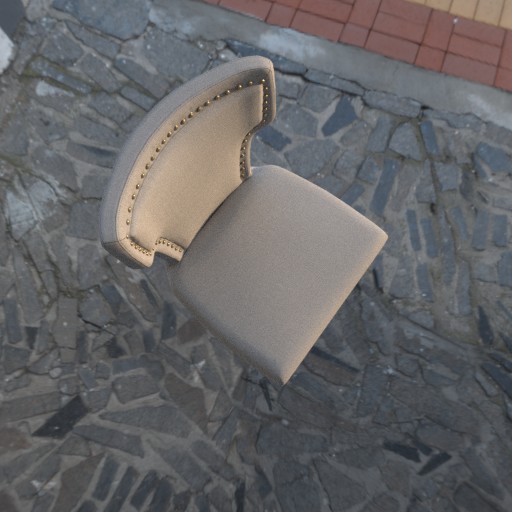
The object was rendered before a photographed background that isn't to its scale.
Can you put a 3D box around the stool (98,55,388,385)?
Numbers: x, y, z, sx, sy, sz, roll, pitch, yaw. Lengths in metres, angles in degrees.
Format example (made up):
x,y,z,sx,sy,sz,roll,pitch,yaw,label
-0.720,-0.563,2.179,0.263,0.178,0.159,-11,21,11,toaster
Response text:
x,y,z,sx,sy,sz,roll,pitch,yaw,label
0.000,0.000,1.317,0.563,0.982,0.527,36,78,9,stool
